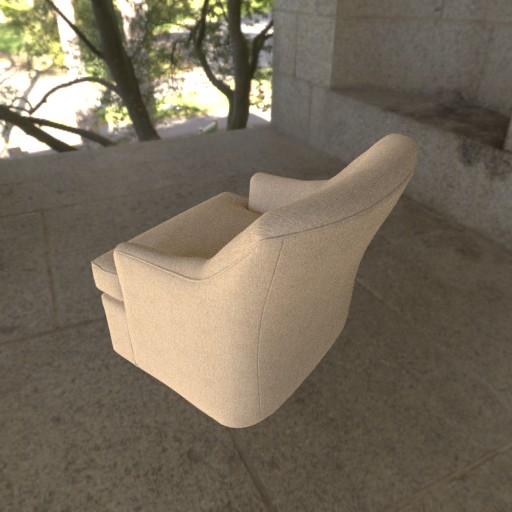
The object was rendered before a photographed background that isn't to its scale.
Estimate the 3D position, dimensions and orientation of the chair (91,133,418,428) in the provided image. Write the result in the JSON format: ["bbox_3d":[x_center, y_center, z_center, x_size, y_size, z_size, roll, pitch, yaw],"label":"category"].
[{"bbox_3d":[0.000,0.000,1.591,0.923,0.856,0.864,21,37,30],"label":"chair"}]
